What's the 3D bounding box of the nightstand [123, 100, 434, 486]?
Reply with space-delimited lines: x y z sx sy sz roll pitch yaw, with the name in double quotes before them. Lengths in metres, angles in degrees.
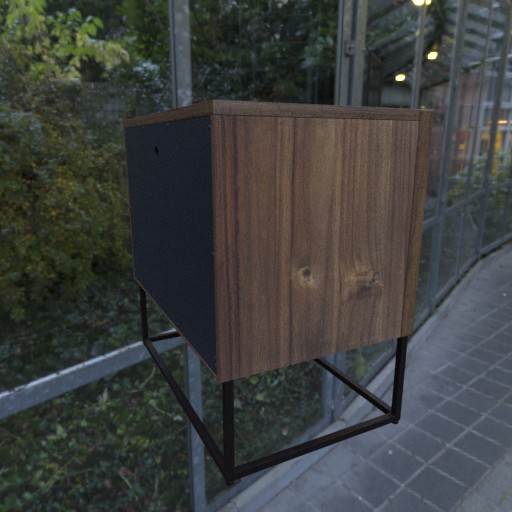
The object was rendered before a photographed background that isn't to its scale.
"nightstand" 0.000 0.000 1.012 0.437 0.610 0.610 -7 16 -26
